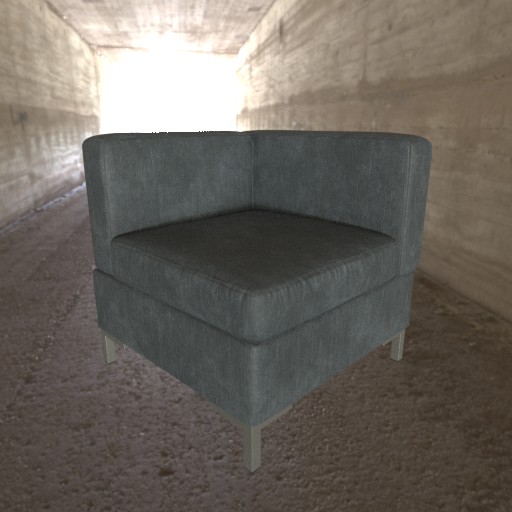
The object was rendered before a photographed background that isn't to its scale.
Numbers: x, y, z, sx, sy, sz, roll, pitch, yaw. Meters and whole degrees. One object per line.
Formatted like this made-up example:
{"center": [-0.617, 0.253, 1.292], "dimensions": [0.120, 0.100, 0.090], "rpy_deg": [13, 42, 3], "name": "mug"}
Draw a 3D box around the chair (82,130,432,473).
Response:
{"center": [0.000, 0.000, 1.228], "dimensions": [0.680, 0.660, 0.680], "rpy_deg": [16, 23, 42], "name": "chair"}
